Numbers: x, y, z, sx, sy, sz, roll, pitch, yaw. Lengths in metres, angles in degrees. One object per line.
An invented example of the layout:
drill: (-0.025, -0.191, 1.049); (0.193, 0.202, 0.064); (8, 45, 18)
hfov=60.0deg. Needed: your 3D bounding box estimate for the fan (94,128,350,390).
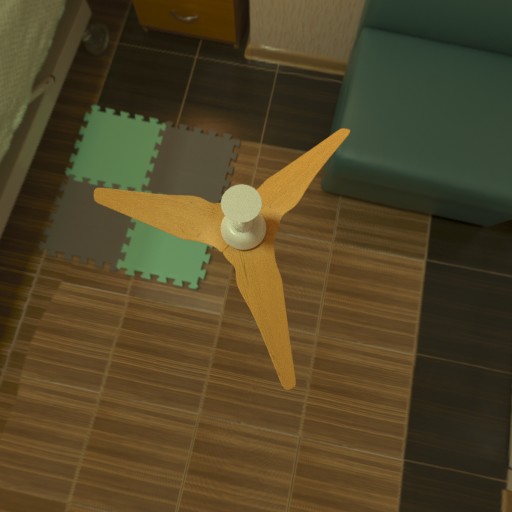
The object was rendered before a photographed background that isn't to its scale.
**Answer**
fan: (0.000, 0.000, 1.691); (1.142, 0.355, 1.010); (-17, 75, -5)
